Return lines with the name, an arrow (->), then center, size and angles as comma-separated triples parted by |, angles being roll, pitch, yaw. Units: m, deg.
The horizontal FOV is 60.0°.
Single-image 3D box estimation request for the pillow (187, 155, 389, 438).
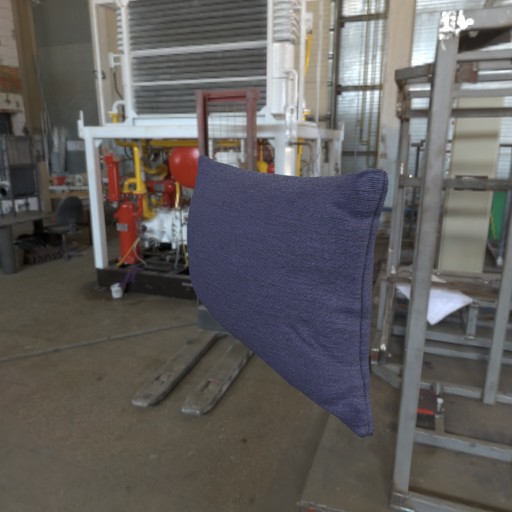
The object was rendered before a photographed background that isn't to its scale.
pillow -> 0.000, 0.000, 0.794 | 0.210, 0.338, 0.633 | -7, 16, -24
